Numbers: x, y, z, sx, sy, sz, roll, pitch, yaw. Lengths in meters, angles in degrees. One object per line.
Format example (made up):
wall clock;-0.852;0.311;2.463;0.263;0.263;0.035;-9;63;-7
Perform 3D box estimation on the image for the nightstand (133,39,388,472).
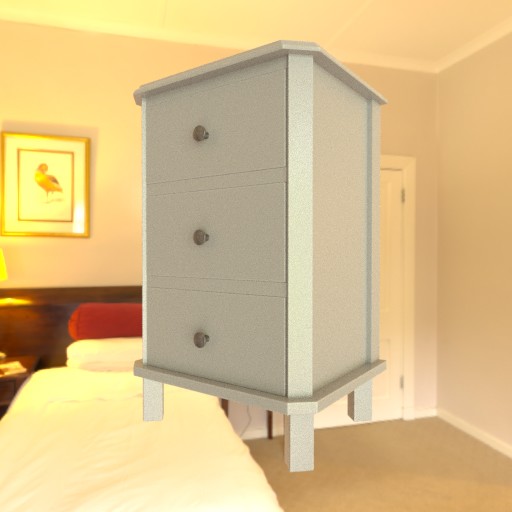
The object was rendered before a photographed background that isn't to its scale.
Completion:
nightstand;0.000;0.000;0.925;0.435;0.680;0.348;1;1;36
